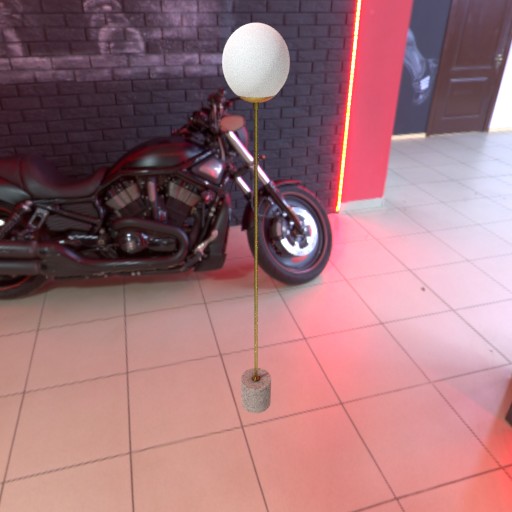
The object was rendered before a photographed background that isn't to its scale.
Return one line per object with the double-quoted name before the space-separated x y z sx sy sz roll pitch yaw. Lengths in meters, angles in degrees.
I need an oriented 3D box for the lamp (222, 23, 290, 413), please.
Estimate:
"lamp" 0.000 0.000 1.876 0.229 1.748 0.229 8 31 14
